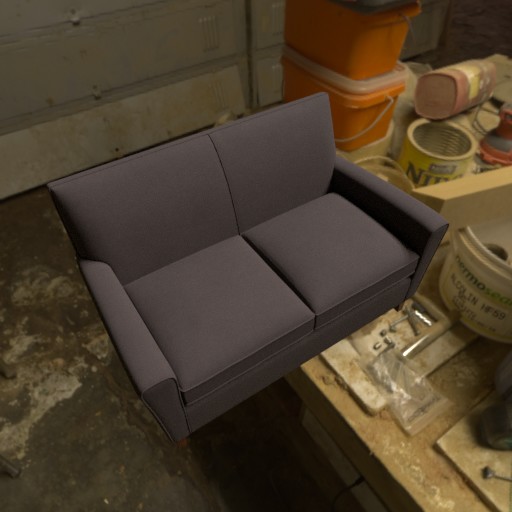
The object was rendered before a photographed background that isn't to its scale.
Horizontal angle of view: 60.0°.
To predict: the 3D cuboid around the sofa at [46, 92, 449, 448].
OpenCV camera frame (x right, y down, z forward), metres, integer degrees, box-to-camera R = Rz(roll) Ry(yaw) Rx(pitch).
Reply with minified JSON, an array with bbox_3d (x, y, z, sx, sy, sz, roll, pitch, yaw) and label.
[{"bbox_3d":[0.000,0.000,1.986,1.420,0.846,0.871,-26,52,-22],"label":"sofa"}]
